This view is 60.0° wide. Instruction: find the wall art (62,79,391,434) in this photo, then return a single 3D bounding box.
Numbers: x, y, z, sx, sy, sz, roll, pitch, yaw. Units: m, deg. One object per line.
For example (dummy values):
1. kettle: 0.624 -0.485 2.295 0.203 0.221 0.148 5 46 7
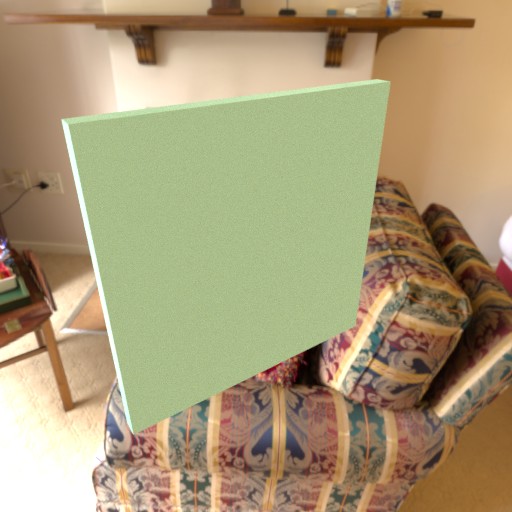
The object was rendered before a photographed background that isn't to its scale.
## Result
1. wall art: 0.000 0.000 0.877 0.603 0.603 0.036 -19 35 -29
